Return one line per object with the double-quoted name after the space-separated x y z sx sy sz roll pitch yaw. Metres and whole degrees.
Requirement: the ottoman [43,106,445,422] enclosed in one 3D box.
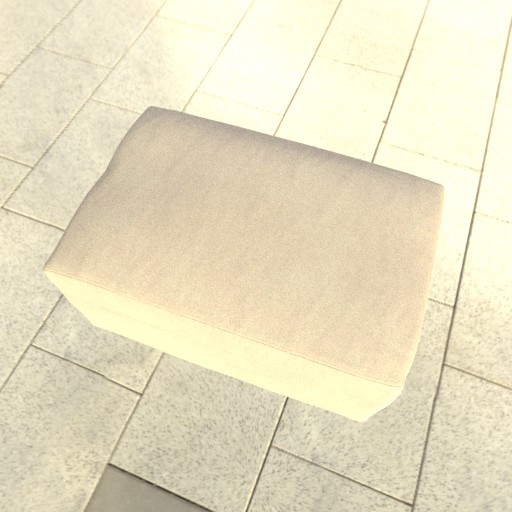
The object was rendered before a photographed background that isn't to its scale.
0.000 0.000 1.221 0.872 0.444 0.590 18 64 9 "ottoman"
